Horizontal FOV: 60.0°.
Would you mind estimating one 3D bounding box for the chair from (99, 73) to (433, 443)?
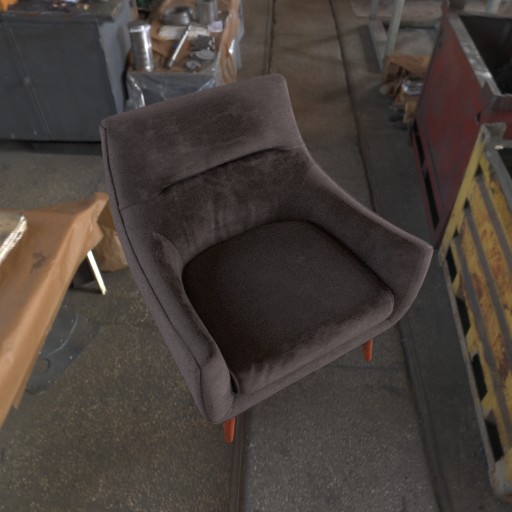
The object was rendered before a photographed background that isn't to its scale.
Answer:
[{"bbox_3d":[0.000,0.000,1.453,0.762,0.838,0.787,-23,50,-21],"label":"chair"}]
